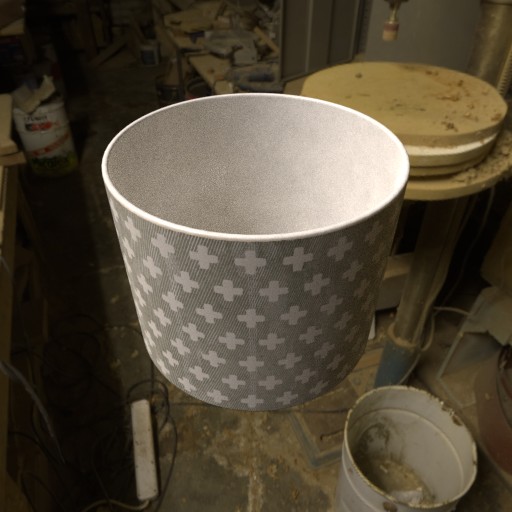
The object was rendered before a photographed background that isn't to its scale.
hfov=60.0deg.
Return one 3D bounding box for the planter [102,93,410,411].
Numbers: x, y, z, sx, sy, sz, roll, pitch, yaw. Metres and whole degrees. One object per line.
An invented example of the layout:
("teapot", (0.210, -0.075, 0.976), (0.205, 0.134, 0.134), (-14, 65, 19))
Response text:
("planter", (0.000, 0.000, 0.340), (0.190, 0.181, 0.190), (0, 40, 0))
